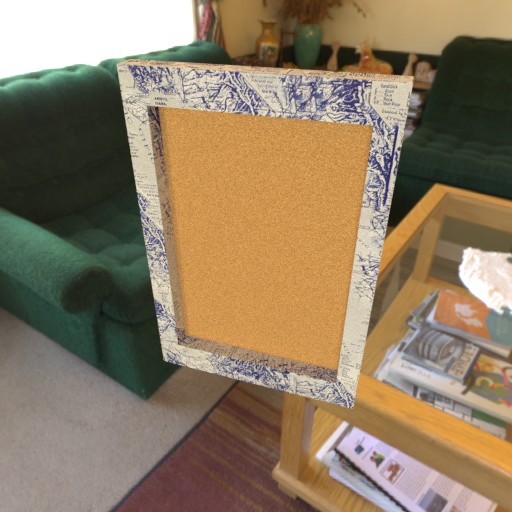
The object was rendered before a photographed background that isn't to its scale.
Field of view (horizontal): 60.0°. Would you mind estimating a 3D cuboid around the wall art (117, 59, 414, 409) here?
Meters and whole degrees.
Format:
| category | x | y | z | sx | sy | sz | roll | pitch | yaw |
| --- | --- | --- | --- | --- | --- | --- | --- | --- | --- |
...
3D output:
| category | x | y | z | sx | sy | sz | roll | pitch | yaw |
| --- | --- | --- | --- | --- | --- | --- | --- | --- | --- |
| wall art | 0.000 | 0.000 | 0.762 | 0.408 | 0.601 | 0.040 | 10 | 34 | 15 |
